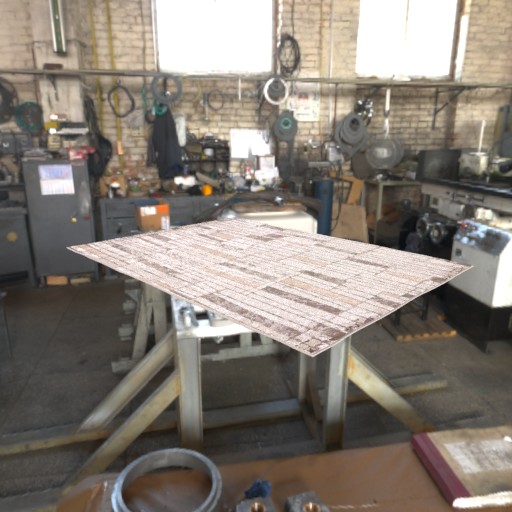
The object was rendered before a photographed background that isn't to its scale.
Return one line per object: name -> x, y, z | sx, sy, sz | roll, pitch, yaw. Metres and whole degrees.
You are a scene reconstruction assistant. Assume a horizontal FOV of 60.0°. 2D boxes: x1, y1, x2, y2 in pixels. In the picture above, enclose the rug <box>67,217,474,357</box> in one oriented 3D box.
rug -> 0.000, 0.000, 4.473 | 2.449, 0.019, 3.357 | -15, 22, -43
